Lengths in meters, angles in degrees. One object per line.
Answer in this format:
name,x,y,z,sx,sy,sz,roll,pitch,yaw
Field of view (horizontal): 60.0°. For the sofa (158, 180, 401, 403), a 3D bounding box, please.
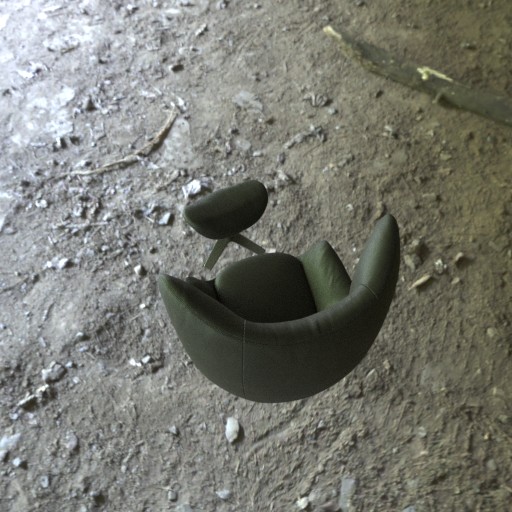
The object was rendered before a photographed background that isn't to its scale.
sofa,0.000,0.000,2.165,0.894,1.135,1.444,-15,60,-9
